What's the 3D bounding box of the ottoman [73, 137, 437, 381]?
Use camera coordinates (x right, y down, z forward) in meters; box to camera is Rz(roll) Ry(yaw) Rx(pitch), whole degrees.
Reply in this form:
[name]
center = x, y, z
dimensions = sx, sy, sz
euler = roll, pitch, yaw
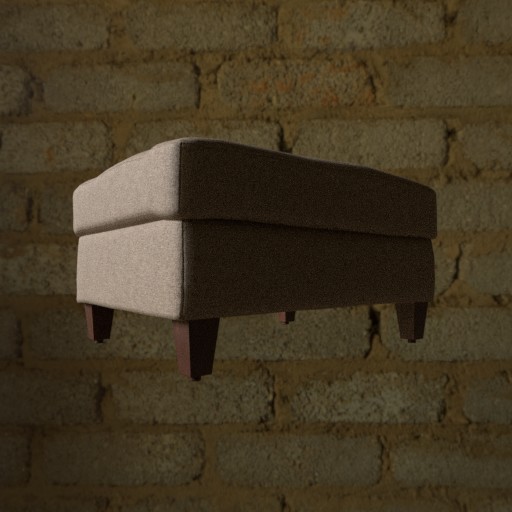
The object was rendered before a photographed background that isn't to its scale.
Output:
[ottoman]
center = 0.000, 0.000, 1.315
dimensions = 0.889, 0.511, 0.692
euler = 1, -2, -38
